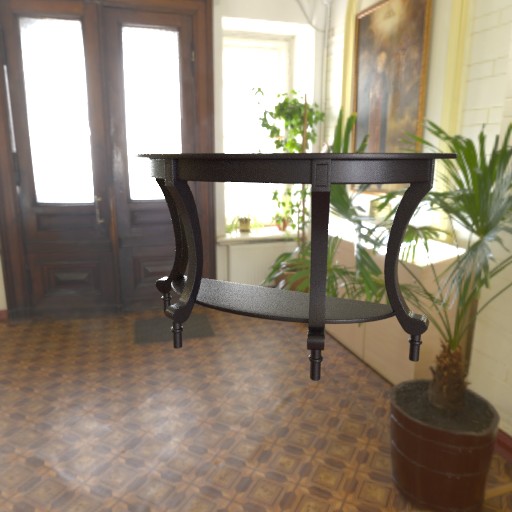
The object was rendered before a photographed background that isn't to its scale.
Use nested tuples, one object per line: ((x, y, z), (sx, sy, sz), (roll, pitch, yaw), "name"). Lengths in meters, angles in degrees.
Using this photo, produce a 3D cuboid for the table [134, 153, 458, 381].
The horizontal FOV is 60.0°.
((0.000, 0.000, 1.534), (1.198, 0.692, 0.394), (6, 14, 26), "table")
